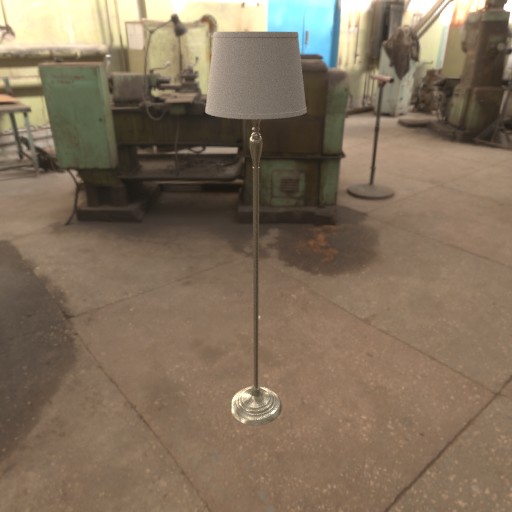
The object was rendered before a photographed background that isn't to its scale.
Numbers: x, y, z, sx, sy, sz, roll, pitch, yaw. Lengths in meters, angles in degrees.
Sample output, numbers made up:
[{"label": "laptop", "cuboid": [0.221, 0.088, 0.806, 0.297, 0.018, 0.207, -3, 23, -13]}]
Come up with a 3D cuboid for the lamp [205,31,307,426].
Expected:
[{"label": "lamp", "cuboid": [0.000, 0.000, 1.669, 0.327, 1.506, 0.327, -19, 32, -33]}]
